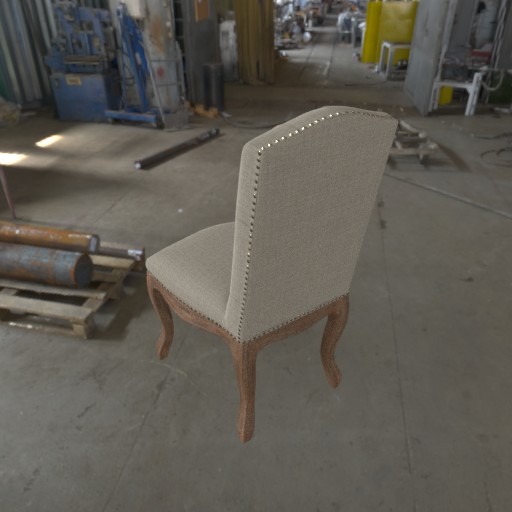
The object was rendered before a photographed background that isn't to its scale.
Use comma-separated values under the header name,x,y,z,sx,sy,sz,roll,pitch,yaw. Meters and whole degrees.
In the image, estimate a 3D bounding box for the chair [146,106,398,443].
name,x,y,z,sx,sy,sz,roll,pitch,yaw
chair,0.000,0.000,1.637,0.637,1.191,0.731,-20,37,-29
